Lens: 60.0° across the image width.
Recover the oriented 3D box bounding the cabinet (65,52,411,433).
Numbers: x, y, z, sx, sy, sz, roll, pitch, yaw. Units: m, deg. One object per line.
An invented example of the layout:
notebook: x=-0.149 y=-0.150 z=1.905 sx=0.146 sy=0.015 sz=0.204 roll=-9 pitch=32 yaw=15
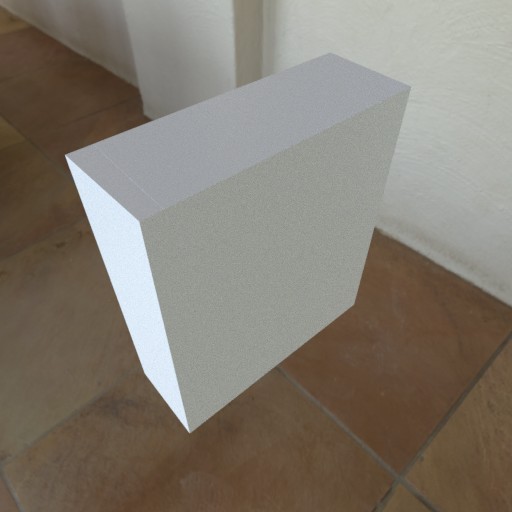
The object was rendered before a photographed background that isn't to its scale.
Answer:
cabinet: x=0.000 y=0.000 z=1.681 sx=0.990 sy=1.150 sz=0.348 roll=-32 pitch=54 yaw=-27
